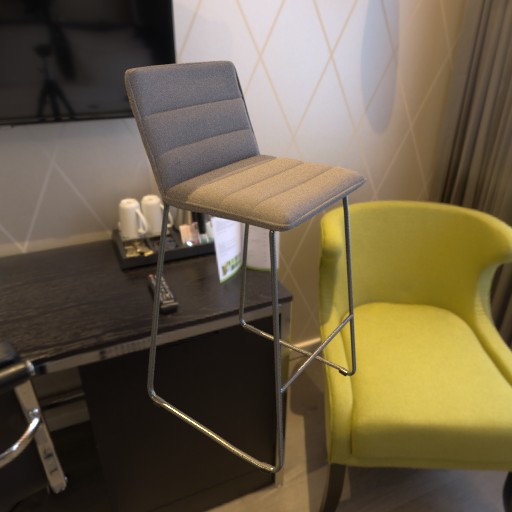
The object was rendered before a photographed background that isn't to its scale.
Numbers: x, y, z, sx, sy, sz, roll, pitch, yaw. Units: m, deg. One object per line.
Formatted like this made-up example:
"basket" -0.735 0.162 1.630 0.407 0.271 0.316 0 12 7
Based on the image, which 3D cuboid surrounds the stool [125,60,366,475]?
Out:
"stool" 0.000 0.000 1.220 0.490 0.960 0.490 18 33 32
